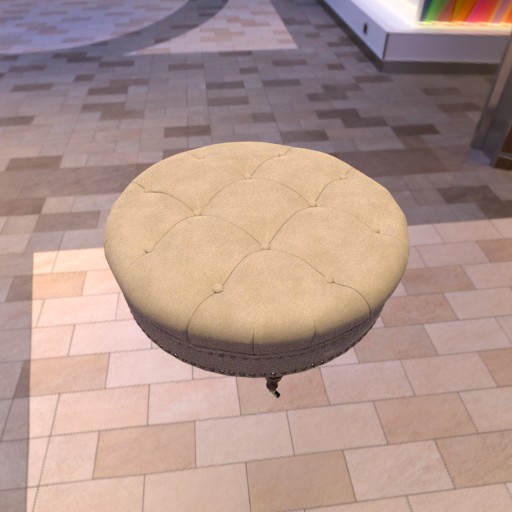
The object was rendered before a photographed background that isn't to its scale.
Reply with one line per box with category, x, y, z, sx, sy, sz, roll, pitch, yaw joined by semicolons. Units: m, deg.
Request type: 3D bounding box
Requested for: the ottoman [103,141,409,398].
ottoman;0.000;0.000;1.435;0.901;0.439;0.901;0;42;0
